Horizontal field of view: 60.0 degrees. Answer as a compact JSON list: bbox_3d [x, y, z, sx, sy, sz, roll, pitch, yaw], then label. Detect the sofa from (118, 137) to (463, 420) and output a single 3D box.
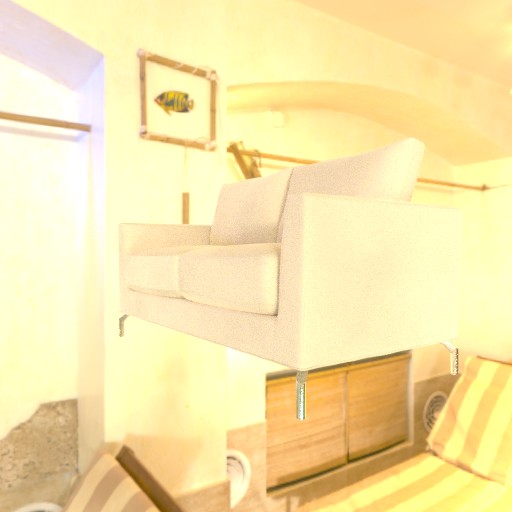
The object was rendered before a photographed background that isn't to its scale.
[{"bbox_3d":[0.000,0.000,2.294,0.906,0.995,1.739,0,0,-36],"label":"sofa"}]
